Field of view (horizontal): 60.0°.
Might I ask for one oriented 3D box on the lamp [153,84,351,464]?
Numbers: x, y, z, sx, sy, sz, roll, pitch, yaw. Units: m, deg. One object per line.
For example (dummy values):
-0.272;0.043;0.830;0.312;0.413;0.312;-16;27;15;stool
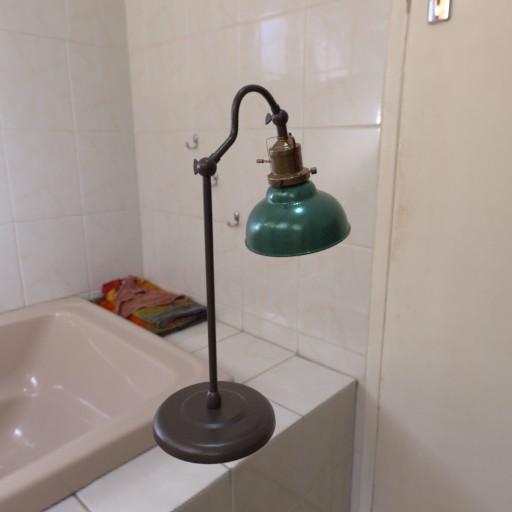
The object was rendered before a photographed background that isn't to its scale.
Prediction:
0.000;0.000;0.699;0.374;0.508;0.192;-14;20;-43;lamp
